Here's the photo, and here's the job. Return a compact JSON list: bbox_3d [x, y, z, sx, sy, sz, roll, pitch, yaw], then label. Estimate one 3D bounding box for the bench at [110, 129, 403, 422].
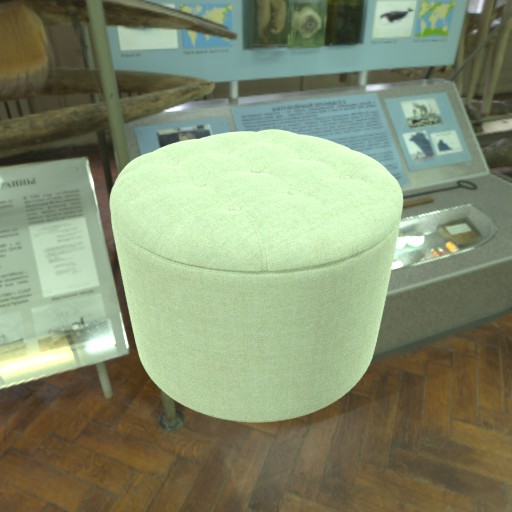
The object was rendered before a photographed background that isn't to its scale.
[{"bbox_3d":[0.000,0.000,1.027,0.600,0.453,0.600,0,33,0],"label":"bench"}]
